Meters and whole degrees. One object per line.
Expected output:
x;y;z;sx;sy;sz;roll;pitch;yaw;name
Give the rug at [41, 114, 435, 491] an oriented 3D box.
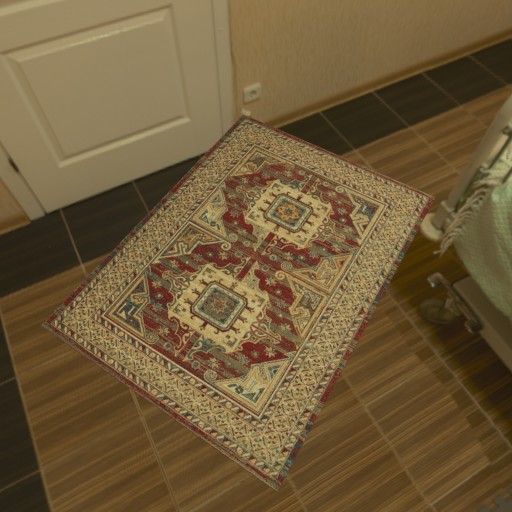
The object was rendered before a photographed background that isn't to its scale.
0.000;0.000;4.217;2.381;0.013;3.197;28;62;17;rug
